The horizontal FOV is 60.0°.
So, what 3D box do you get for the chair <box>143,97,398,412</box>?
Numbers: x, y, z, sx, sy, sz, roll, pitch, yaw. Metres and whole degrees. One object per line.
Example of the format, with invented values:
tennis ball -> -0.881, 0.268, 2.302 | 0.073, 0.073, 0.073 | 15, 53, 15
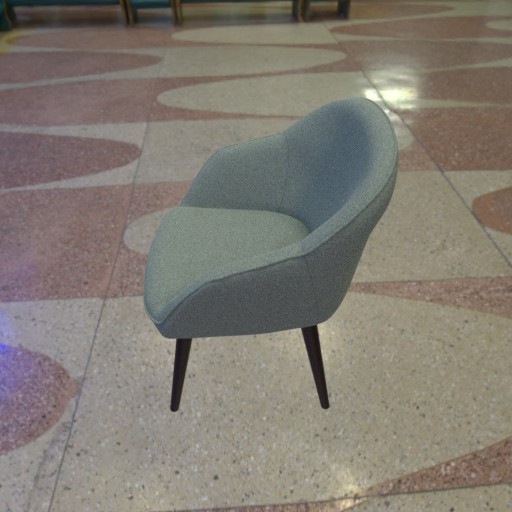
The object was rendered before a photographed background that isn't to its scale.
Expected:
chair -> 0.000, 0.000, 1.254 | 0.611, 0.810, 0.589 | -1, 41, -1
